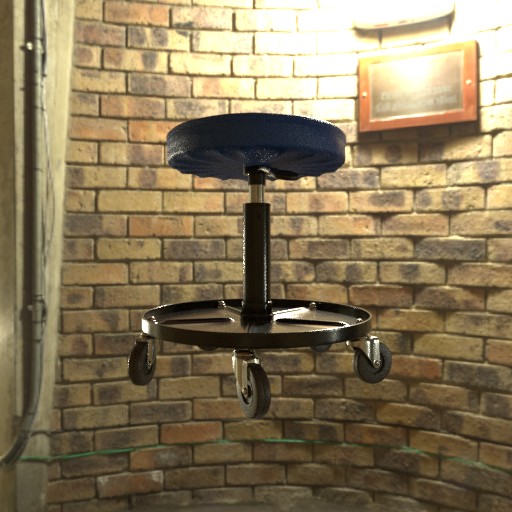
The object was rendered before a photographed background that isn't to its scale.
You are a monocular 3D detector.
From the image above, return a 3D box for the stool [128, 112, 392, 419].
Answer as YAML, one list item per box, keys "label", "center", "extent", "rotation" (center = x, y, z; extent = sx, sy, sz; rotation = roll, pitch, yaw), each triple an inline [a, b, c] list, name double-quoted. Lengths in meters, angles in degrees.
- label: "stool"
  center: [0.000, 0.000, 0.680]
  extent: [0.381, 0.365, 0.382]
  rotation: [0, 1, -18]
